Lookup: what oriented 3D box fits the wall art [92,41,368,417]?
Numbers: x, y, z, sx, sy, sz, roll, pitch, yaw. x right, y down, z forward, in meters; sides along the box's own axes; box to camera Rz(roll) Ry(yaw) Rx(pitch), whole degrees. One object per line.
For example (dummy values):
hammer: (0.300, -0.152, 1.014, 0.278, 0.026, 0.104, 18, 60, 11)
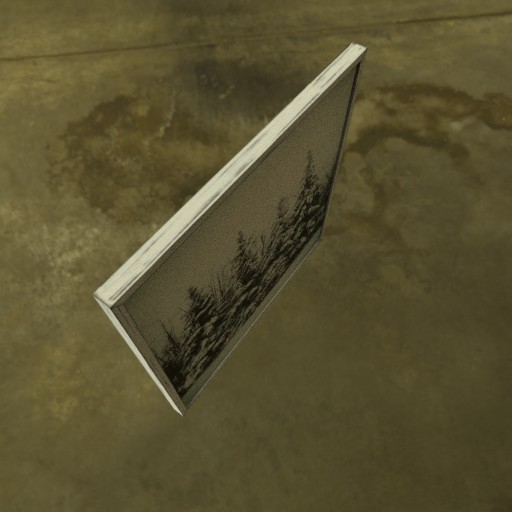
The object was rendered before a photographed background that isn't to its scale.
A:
wall art: (0.000, 0.000, 1.129, 0.037, 0.761, 0.761, 32, 64, 18)
